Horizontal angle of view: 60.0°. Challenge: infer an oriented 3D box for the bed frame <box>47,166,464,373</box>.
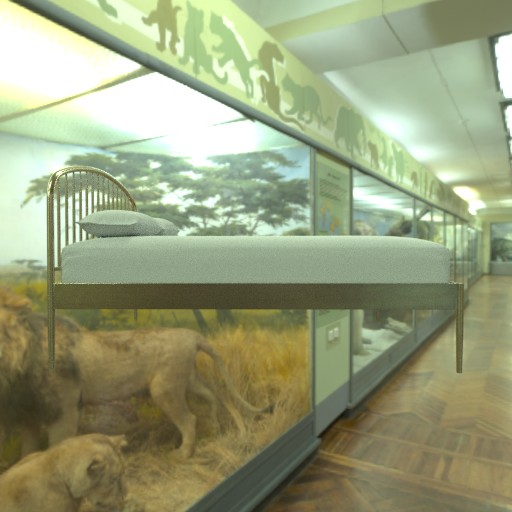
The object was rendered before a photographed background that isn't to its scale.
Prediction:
[{"bbox_3d":[0.000,0.000,3.079,2.152,1.175,1.612,0,1,0],"label":"bed frame"}]
